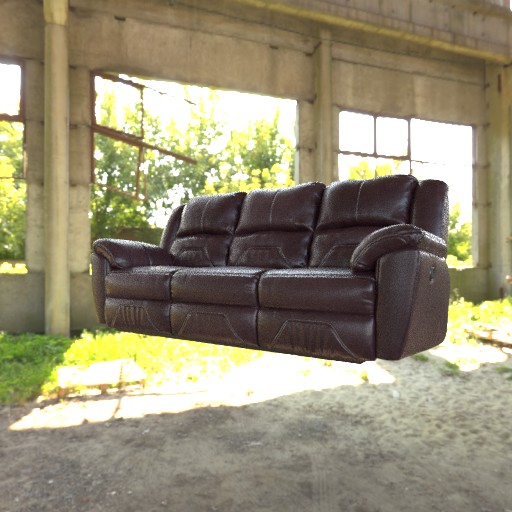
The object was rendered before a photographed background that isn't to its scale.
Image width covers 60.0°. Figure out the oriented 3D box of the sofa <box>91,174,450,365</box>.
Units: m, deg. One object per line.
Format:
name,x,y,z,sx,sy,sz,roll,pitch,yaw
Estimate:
sofa,0.000,0.000,2.933,2.337,1.043,0.991,0,-1,35
